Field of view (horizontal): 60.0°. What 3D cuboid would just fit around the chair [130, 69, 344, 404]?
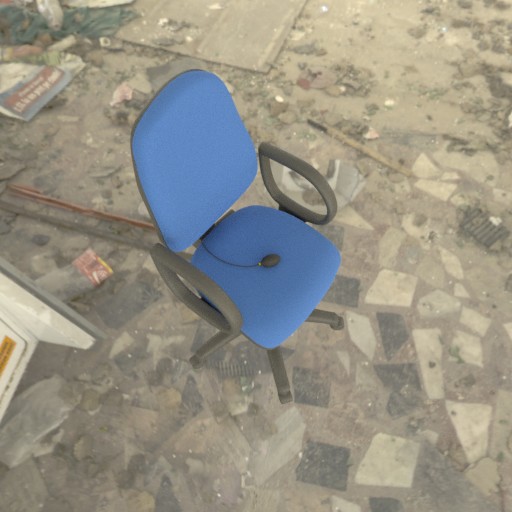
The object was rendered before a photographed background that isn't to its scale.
[{"bbox_3d":[0.000,0.000,1.242,0.549,0.905,0.552,33,64,19],"label":"chair"}]
